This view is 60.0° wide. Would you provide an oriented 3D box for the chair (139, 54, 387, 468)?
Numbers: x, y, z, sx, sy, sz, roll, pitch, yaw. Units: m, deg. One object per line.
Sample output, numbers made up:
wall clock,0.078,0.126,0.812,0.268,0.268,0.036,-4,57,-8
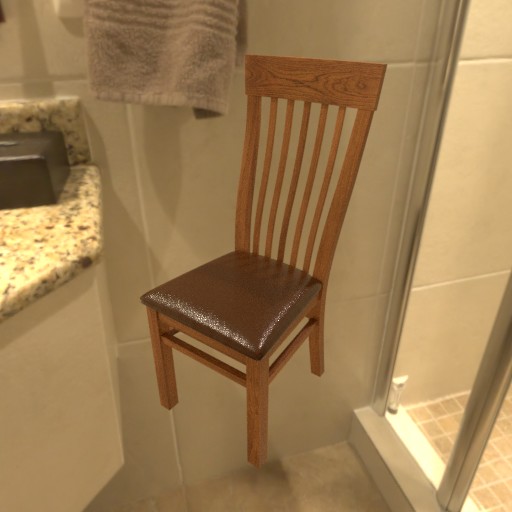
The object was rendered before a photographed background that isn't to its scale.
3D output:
chair,0.000,0.000,1.335,0.450,1.050,0.580,19,35,30
